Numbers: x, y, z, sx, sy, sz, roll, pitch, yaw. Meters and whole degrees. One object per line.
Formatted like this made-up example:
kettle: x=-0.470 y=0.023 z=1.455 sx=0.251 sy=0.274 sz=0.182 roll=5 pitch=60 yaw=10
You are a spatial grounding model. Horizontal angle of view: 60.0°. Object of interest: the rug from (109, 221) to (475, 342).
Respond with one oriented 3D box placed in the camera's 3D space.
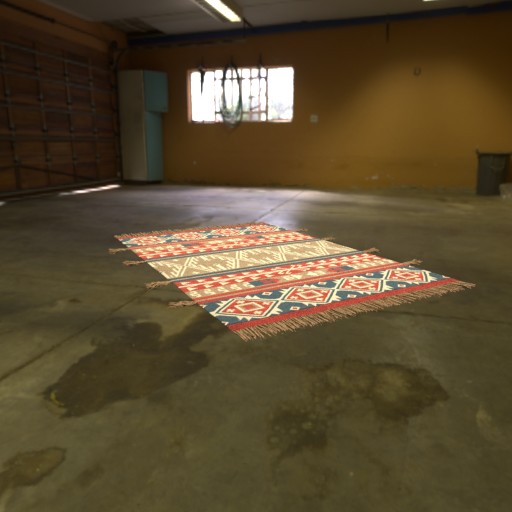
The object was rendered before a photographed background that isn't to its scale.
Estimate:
rug: x=0.000 y=0.000 z=3.177 sx=1.778 sy=0.048 sz=2.450 roll=-8 pitch=16 yaw=-28
